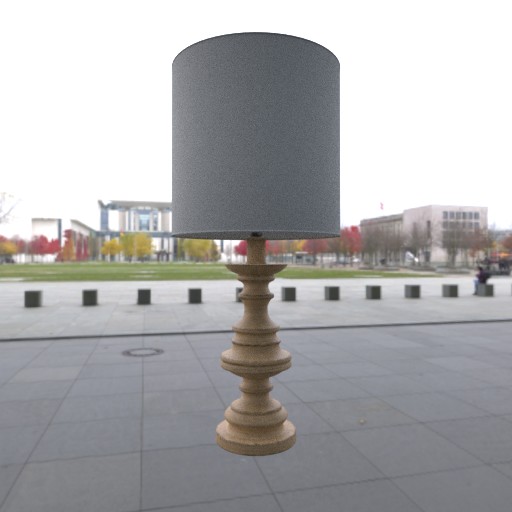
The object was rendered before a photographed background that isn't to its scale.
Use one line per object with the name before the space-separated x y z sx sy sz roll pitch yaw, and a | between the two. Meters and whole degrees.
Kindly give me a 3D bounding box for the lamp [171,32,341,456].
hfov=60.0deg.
lamp | 0.000 0.000 0.554 0.208 0.455 0.208 0 0 1
